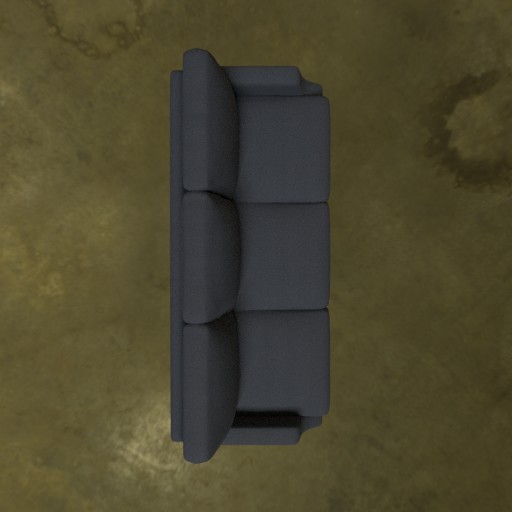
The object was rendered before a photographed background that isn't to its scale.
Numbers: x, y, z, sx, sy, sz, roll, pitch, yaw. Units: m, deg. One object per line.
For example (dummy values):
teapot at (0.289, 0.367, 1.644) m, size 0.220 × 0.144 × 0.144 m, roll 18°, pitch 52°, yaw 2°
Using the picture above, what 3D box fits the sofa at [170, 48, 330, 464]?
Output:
sofa at (0.000, 0.000, 2.594) m, size 0.888 × 0.984 × 2.115 m, roll 0°, pitch 90°, yaw 0°
